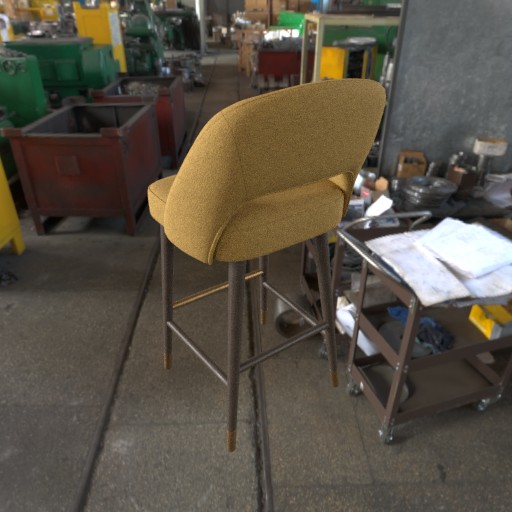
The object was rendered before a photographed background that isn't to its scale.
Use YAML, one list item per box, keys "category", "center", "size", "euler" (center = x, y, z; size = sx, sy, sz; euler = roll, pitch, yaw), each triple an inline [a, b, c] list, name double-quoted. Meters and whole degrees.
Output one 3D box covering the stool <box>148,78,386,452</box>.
- category: "stool"
  center: [0.000, 0.000, 1.306]
  size: [0.536, 1.032, 0.522]
  euler: [-20, 36, -30]
